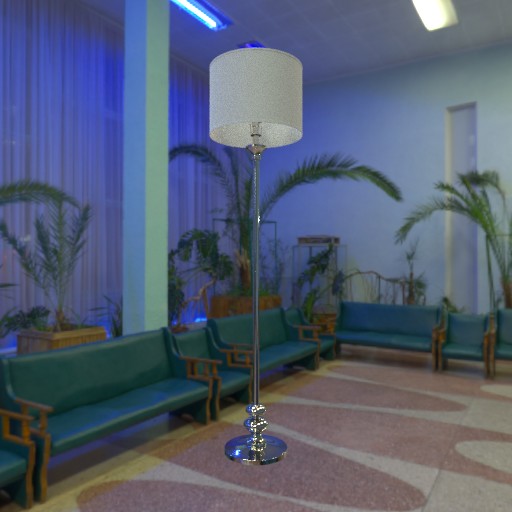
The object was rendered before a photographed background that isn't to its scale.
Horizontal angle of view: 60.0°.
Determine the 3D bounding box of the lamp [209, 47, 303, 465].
[{"bbox_3d":[0.000,0.000,1.699,0.356,1.487,0.356,0,-1,36],"label":"lamp"}]
